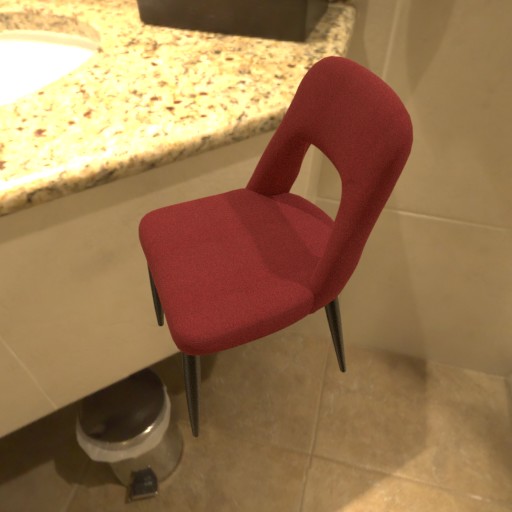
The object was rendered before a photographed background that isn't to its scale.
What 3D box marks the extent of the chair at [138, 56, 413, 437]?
[{"bbox_3d":[0.000,0.000,1.174,0.569,0.892,0.483,-17,49,-15],"label":"chair"}]
